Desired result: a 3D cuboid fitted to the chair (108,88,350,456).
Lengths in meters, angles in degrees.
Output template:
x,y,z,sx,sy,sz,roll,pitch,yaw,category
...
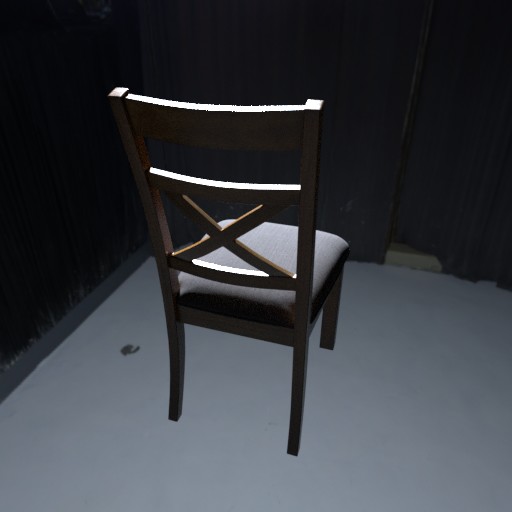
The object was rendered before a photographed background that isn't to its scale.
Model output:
x,y,z,sx,sy,sz,roll,pitch,yaw,category
0.000,0.000,1.244,0.470,0.949,0.581,9,31,16,chair
